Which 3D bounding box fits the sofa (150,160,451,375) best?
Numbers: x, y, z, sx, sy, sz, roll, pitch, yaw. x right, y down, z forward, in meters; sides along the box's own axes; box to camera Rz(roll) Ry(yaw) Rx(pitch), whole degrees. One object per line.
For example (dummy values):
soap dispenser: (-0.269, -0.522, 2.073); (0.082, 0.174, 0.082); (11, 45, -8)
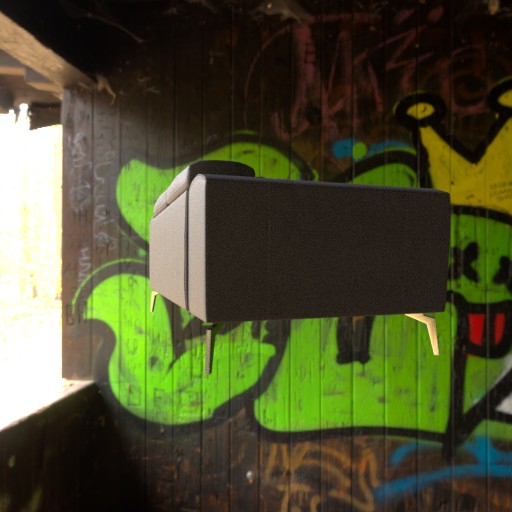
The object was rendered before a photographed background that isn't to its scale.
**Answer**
sofa: (0.000, 0.000, 2.445); (1.003, 0.779, 1.895); (0, -1, -19)
